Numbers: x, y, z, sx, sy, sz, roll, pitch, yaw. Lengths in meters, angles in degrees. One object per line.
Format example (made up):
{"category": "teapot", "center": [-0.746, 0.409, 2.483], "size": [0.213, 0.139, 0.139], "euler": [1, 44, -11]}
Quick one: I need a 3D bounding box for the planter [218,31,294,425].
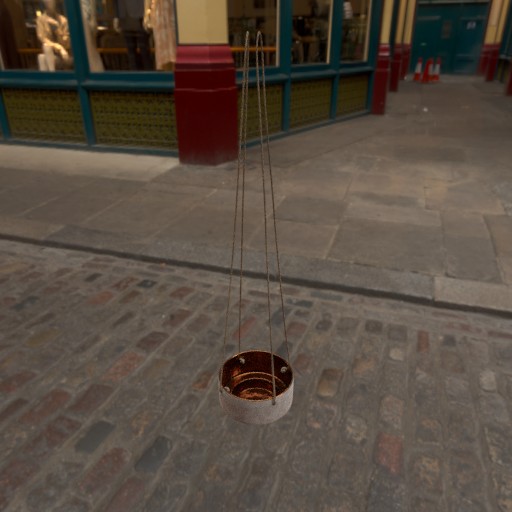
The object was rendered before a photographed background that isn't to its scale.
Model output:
{"category": "planter", "center": [0.000, 0.000, 1.140], "size": [0.223, 1.030, 0.223], "euler": [8, 28, 16]}
